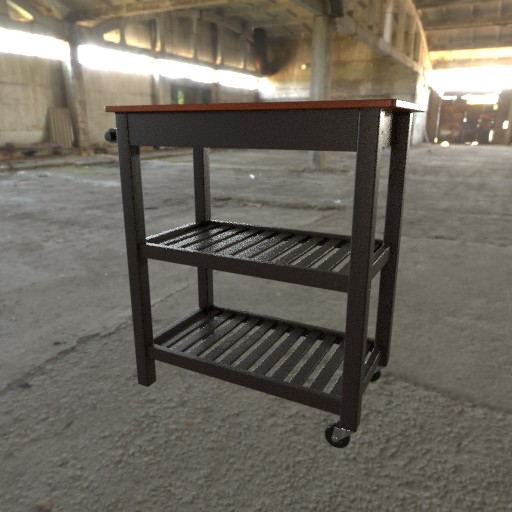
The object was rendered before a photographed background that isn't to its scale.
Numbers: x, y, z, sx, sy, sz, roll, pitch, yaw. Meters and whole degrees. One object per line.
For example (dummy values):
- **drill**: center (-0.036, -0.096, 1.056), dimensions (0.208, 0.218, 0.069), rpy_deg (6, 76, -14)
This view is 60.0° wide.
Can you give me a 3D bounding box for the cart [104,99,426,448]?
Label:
- **cart**: center (0.000, 0.000, 1.450), dimensions (0.899, 0.927, 0.457), rpy_deg (8, 19, 26)
